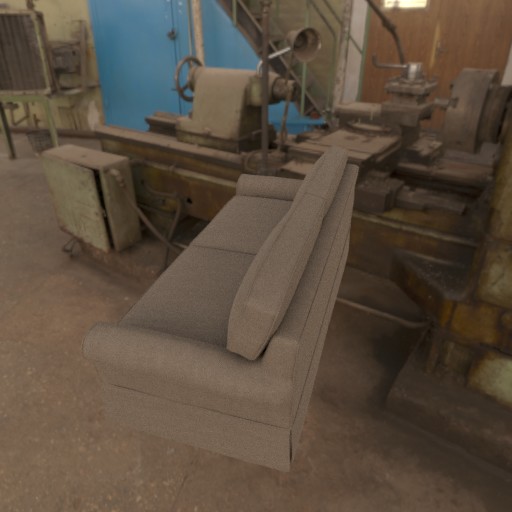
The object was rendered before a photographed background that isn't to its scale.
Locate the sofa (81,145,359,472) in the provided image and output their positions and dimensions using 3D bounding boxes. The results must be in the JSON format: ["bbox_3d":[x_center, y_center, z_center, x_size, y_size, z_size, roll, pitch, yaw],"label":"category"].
[{"bbox_3d":[0.000,0.000,2.762,0.991,0.943,2.248,9,31,15],"label":"sofa"}]
